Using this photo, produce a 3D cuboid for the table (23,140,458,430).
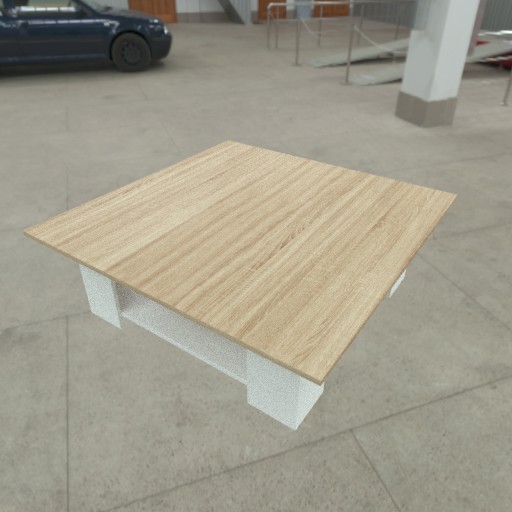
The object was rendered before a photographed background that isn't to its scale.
[{"bbox_3d":[0.000,0.000,1.352,0.890,0.305,0.890,21,39,29],"label":"table"}]
